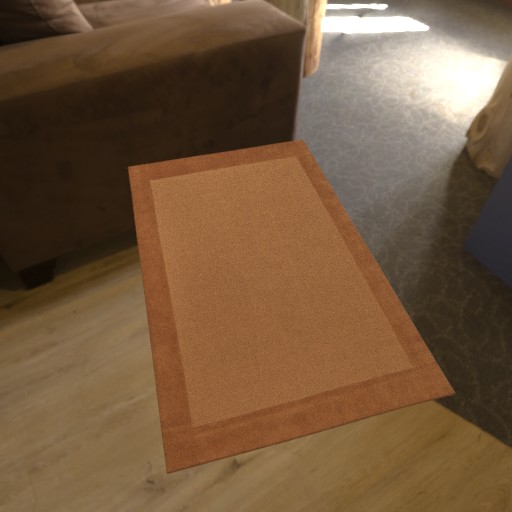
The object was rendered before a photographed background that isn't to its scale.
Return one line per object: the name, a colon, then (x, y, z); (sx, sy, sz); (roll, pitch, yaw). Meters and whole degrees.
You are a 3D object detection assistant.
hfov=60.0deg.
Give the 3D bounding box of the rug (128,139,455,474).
rug: (0.000, 0.000, 2.994); (1.524, 0.014, 2.438); (-11, 49, -10)
